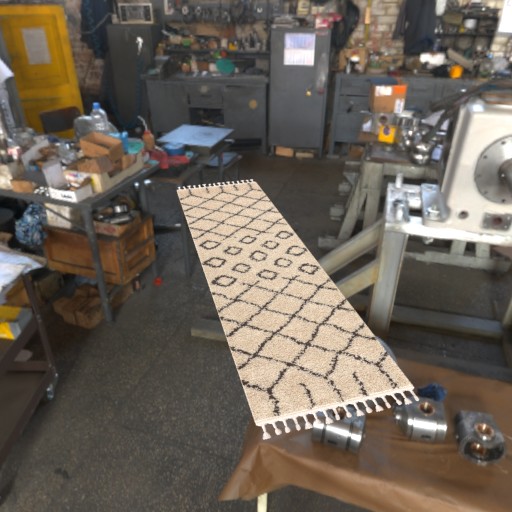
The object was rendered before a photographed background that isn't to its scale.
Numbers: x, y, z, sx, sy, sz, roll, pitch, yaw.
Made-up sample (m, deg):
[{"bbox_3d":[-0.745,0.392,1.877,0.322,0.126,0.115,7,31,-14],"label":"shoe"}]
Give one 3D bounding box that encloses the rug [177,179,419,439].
[{"bbox_3d":[0.000,0.000,2.666,0.660,0.005,2.464,-8,32,-14],"label":"rug"}]
